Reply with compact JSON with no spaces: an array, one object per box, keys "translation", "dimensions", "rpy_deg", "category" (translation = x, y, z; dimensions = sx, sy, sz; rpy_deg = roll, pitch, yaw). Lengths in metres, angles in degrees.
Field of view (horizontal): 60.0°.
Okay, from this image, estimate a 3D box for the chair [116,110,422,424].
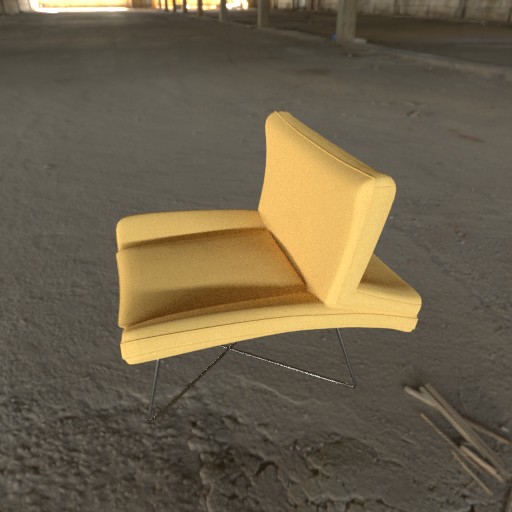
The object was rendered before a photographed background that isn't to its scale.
[{"translation":[0.000,0.000,1.644],"dimensions":[1.008,0.855,0.859],"rpy_deg":[-8,31,-14],"category":"chair"}]
